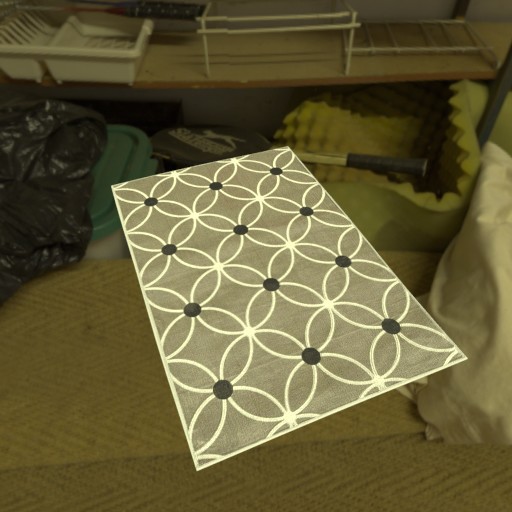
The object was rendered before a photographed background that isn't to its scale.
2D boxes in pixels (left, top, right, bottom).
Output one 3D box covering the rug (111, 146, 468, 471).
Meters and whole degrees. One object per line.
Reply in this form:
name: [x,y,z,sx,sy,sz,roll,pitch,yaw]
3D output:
rug: [0.000,0.000,2.911,1.522,0.008,2.284,-16,48,-15]
